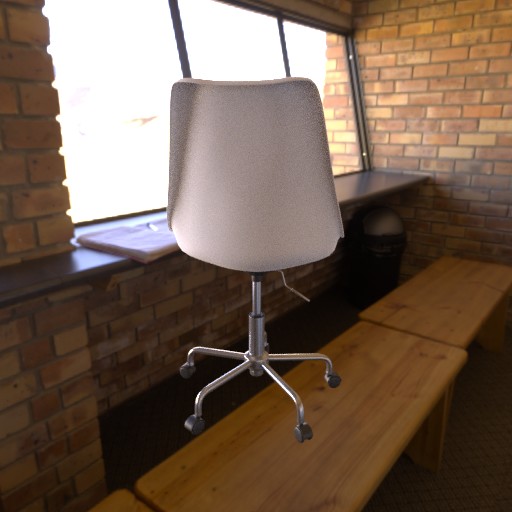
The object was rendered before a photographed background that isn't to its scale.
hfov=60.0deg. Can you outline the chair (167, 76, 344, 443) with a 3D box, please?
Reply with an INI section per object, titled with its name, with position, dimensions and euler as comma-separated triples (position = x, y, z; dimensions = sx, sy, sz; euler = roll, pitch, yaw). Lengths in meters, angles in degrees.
[chair]
position = 0.000, 0.000, 1.296
dimensions = 0.550, 0.930, 0.550
euler = 2, 17, 7
